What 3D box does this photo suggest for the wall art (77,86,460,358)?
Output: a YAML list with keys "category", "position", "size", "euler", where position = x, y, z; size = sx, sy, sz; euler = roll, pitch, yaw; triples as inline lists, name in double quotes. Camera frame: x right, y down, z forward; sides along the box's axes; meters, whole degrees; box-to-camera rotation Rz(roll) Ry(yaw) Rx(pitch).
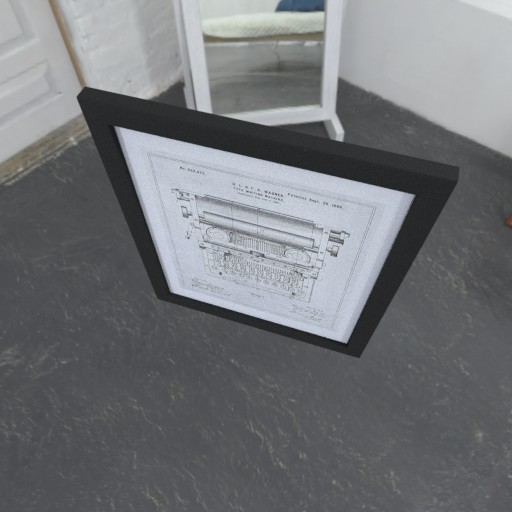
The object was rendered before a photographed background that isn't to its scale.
- category: "wall art"
  position: [0.000, 0.000, 0.697]
  size: [0.432, 0.508, 0.021]
  euler: [15, 58, 9]
